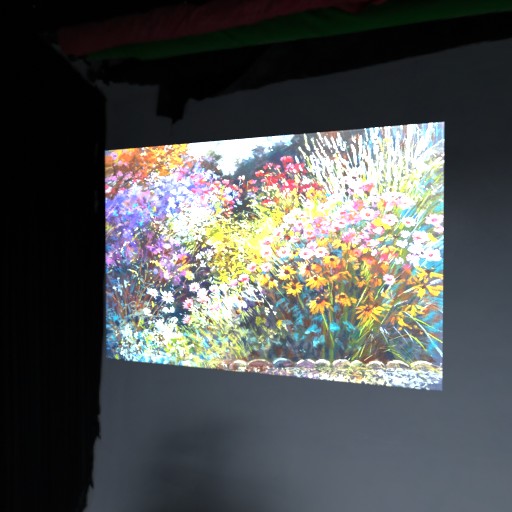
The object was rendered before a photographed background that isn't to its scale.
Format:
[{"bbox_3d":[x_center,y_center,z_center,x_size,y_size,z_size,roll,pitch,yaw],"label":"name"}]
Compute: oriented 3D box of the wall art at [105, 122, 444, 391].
[{"bbox_3d":[0.000,0.000,0.785,0.610,0.406,0.037,0,1,19],"label":"wall art"}]
